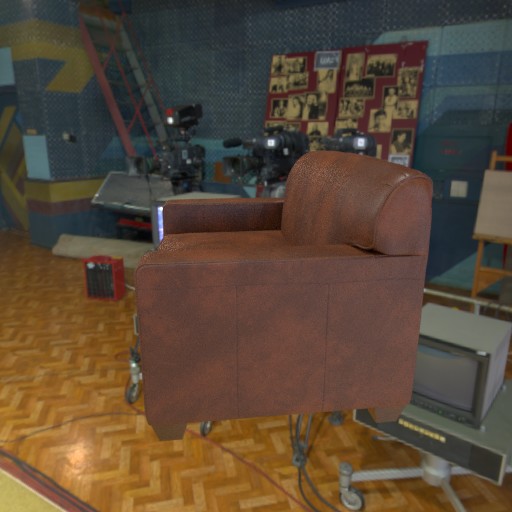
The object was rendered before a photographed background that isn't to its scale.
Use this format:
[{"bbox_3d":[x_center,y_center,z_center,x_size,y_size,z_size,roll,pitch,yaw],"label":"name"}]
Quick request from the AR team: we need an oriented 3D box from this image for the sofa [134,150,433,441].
[{"bbox_3d":[0.000,0.000,2.091,1.000,0.956,1.413,-2,16,-7],"label":"sofa"}]
